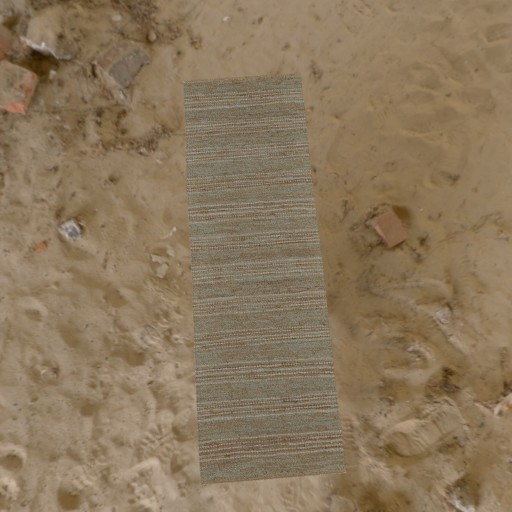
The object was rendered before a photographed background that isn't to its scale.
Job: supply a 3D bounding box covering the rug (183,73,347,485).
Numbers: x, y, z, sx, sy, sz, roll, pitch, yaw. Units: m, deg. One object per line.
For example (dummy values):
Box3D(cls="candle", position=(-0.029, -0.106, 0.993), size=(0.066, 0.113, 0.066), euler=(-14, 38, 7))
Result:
Box3D(cls="rug", position=(0.000, 0.000, 2.636), size=(0.783, 0.006, 2.438), euler=(-4, 76, -1))
